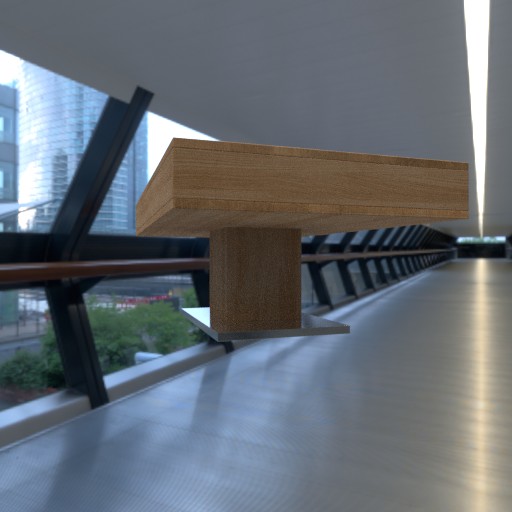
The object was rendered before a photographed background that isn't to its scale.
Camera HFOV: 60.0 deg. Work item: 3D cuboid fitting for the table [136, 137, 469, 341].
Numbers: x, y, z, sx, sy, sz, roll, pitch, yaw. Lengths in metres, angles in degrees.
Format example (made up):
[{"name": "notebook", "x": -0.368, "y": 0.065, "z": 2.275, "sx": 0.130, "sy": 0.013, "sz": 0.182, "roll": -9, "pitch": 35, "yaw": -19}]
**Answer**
[{"name": "table", "x": 0.000, "y": 0.000, "z": 1.463, "sx": 0.700, "sy": 0.440, "sz": 1.100, "roll": 0, "pitch": 0, "yaw": -19}]
